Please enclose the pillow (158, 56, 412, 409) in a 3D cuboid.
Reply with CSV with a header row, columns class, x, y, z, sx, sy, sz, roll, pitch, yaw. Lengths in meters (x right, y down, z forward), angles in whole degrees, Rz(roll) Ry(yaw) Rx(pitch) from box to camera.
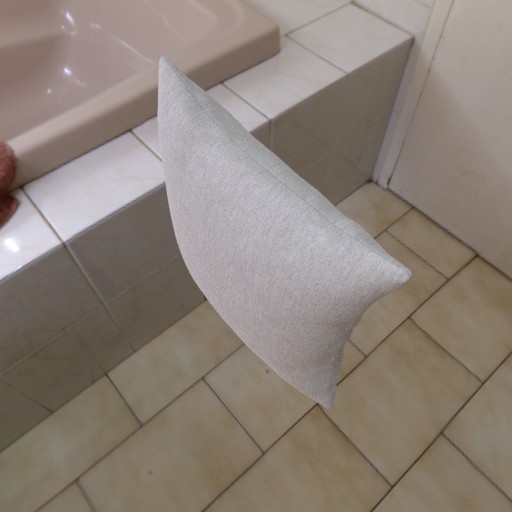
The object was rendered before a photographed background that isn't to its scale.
class,x,y,z,sx,sy,sz,roll,pitch,yaw
pillow,0.000,0.000,0.675,0.173,0.436,0.433,-34,63,-20
